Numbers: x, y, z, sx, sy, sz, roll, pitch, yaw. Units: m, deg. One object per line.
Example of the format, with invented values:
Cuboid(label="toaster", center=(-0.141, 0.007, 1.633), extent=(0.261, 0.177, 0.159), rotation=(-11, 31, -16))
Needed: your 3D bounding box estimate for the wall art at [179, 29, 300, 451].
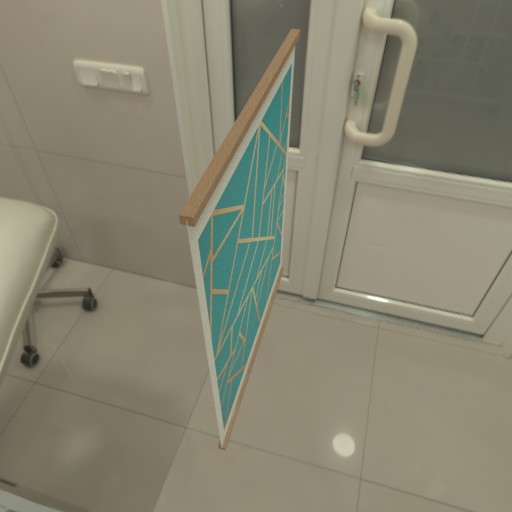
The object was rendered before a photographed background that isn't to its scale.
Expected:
Cuboid(label="wall art", center=(0.000, 0.000, 0.670), extent=(0.012, 0.508, 0.405), rotation=(12, 48, 11))
